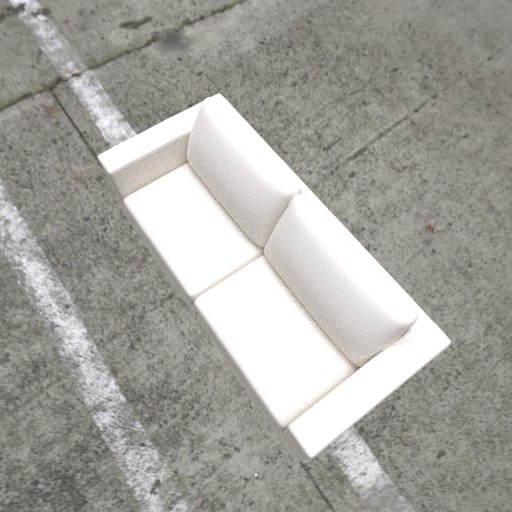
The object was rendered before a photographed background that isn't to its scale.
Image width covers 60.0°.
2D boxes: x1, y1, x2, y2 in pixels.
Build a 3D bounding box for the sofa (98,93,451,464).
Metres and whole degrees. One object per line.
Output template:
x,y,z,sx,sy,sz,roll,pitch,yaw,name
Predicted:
0.000,0.000,2.699,0.954,0.881,2.163,-33,68,-15,sofa
